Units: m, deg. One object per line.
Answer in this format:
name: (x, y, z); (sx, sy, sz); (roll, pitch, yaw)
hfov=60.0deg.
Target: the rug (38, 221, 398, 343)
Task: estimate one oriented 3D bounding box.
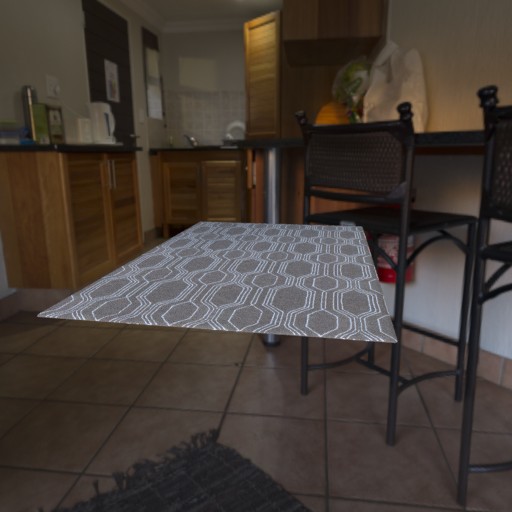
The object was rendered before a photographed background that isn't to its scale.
rug: (0.000, 0.000, 3.005); (1.541, 0.012, 2.457); (2, 14, 10)
